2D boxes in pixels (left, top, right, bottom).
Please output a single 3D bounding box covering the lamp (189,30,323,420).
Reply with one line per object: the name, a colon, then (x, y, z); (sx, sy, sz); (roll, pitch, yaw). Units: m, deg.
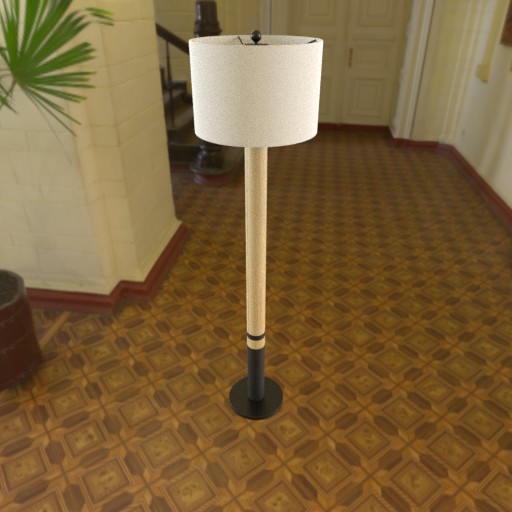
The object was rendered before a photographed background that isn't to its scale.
lamp: (0.000, 0.000, 1.625); (0.381, 1.478, 0.381); (-21, 36, -31)
